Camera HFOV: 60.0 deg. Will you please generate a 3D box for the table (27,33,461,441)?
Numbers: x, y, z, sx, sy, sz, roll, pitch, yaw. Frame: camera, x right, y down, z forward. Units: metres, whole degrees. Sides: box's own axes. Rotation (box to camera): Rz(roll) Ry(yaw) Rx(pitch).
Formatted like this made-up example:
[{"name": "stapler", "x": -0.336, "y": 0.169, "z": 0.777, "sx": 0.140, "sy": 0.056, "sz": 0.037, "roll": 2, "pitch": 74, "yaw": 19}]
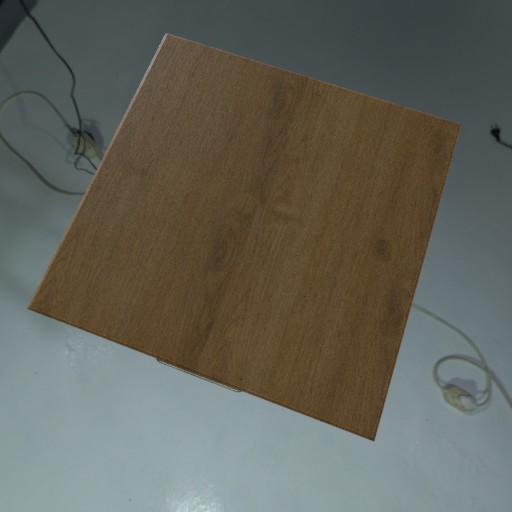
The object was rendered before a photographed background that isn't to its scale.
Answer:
[{"name": "table", "x": 0.000, "y": 0.000, "z": 1.084, "sx": 0.616, "sy": 0.593, "sz": 0.612, "roll": 19, "pitch": 75, "yaw": 5}]
